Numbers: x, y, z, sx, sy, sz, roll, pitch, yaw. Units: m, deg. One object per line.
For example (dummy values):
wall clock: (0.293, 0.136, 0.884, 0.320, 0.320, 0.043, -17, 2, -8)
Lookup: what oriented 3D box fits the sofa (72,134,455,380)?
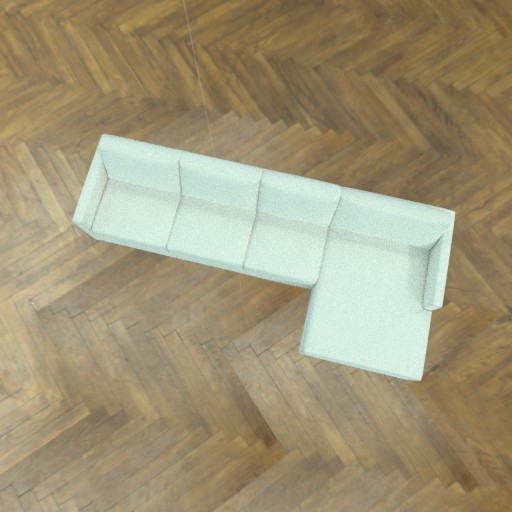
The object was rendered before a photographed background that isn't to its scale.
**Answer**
sofa: (0.000, 0.000, 4.291, 3.471, 0.954, 1.606, 13, 77, 3)
